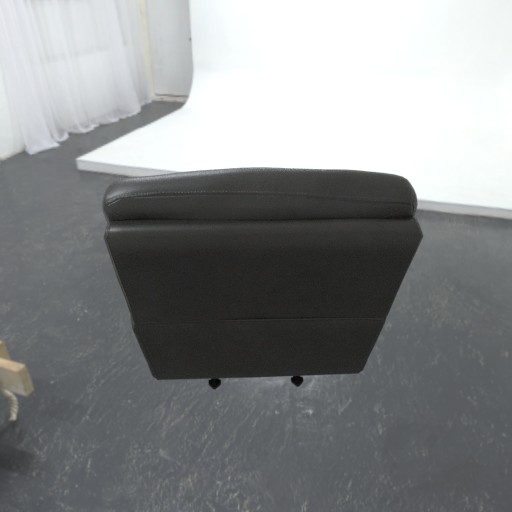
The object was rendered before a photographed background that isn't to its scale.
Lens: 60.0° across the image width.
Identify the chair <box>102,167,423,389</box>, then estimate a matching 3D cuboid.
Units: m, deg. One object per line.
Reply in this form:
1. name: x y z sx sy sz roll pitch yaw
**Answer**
1. chair: 0.000 0.000 2.029 1.096 1.109 1.087 -1 30 -2
